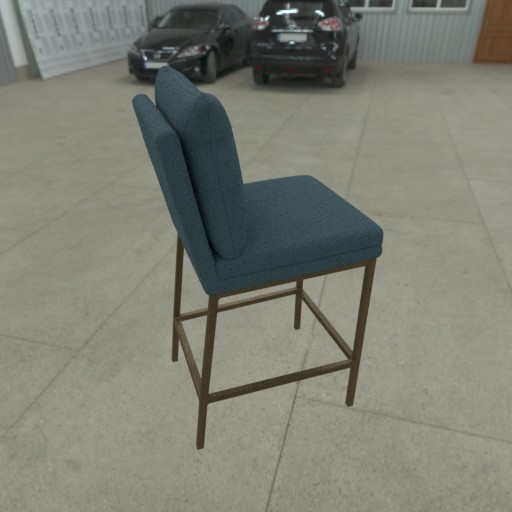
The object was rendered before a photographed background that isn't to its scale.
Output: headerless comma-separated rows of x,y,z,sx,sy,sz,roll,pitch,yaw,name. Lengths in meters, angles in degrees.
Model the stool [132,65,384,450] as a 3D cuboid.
0.000,0.000,1.336,0.568,1.032,0.463,-10,32,-17,stool
